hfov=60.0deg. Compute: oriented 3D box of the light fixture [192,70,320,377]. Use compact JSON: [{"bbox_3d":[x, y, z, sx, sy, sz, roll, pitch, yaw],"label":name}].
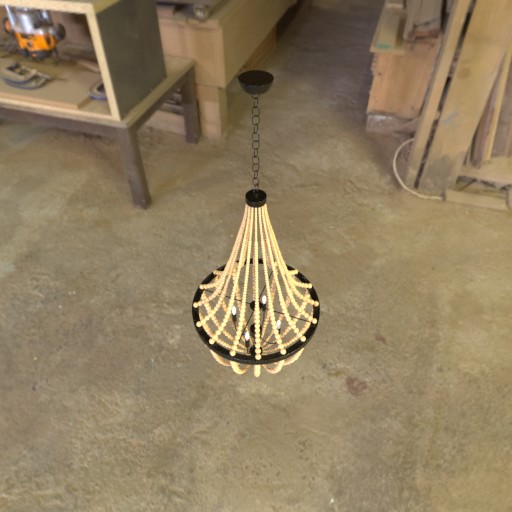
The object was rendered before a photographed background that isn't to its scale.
[{"bbox_3d":[0.000,0.000,1.380,0.450,1.133,0.450,0,47,0],"label":"light fixture"}]
